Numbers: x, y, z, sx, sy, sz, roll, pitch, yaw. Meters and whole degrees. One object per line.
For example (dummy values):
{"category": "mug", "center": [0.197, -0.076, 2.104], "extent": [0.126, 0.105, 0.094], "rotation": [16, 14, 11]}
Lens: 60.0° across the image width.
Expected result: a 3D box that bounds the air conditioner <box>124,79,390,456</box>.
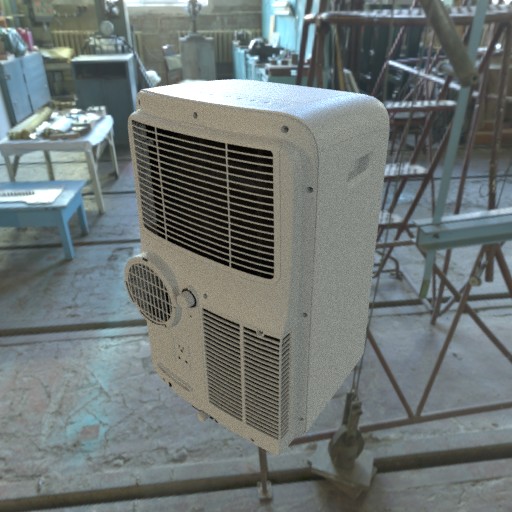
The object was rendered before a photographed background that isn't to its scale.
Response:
{"category": "air conditioner", "center": [0.000, 0.000, 1.064], "extent": [0.478, 0.765, 0.467], "rotation": [21, 36, 32]}
